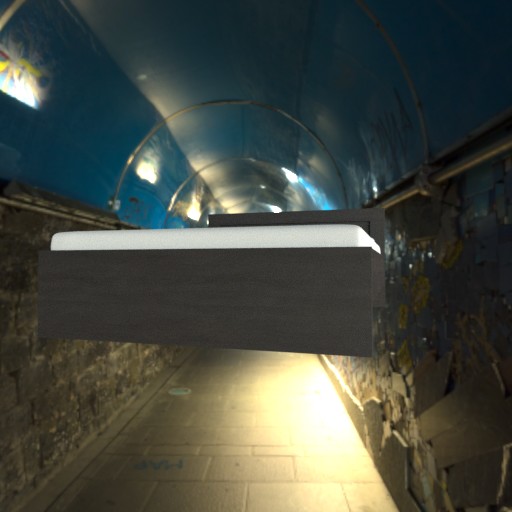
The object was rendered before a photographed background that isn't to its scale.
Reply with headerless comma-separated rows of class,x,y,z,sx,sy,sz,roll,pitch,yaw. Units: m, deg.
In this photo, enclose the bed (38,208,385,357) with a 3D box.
bed,0.000,0.000,2.925,1.585,0.823,2.073,0,-1,18
